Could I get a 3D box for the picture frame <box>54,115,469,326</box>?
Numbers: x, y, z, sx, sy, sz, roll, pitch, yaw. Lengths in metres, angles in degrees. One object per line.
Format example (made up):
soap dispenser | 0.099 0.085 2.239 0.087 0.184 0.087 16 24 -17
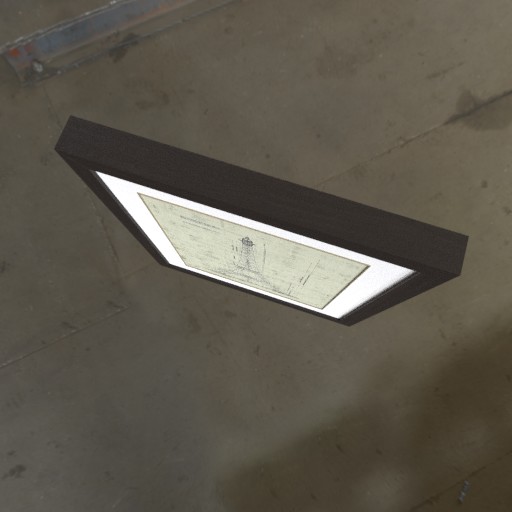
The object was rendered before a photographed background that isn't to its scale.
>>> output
picture frame | 0.000 0.000 0.743 0.452 0.555 0.044 18 76 4
